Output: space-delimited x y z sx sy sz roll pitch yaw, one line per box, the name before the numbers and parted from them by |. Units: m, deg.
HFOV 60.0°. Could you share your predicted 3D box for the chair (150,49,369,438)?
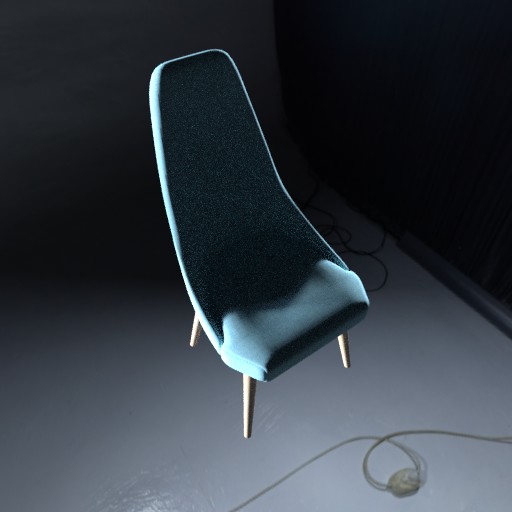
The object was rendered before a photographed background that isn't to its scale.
chair | 0.000 0.000 1.406 0.510 1.040 0.660 -27 53 -23
